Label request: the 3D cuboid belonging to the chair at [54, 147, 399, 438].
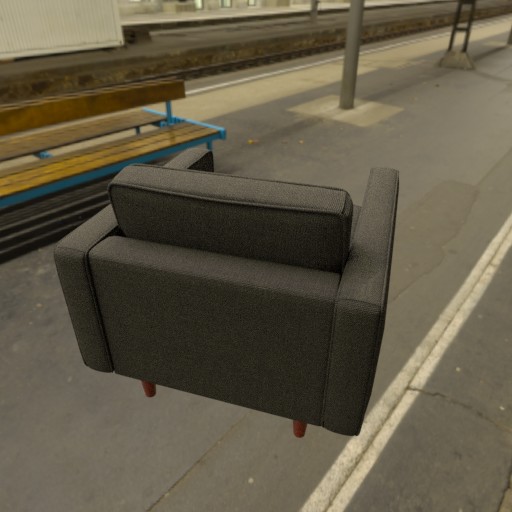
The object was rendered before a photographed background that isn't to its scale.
[{"bbox_3d":[0.000,0.000,1.554,0.899,0.770,0.919,9,33,15],"label":"chair"}]
